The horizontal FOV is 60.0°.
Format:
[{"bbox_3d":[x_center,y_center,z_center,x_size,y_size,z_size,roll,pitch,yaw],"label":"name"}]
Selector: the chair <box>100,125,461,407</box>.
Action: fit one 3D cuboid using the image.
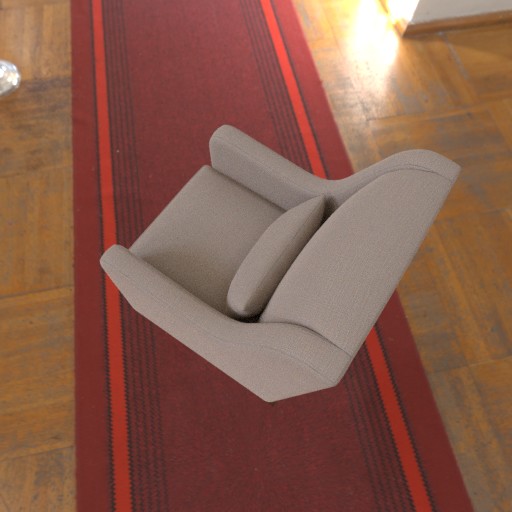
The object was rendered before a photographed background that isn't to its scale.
[{"bbox_3d":[0.000,0.000,1.610,0.896,1.017,0.715,31,68,14],"label":"chair"}]
